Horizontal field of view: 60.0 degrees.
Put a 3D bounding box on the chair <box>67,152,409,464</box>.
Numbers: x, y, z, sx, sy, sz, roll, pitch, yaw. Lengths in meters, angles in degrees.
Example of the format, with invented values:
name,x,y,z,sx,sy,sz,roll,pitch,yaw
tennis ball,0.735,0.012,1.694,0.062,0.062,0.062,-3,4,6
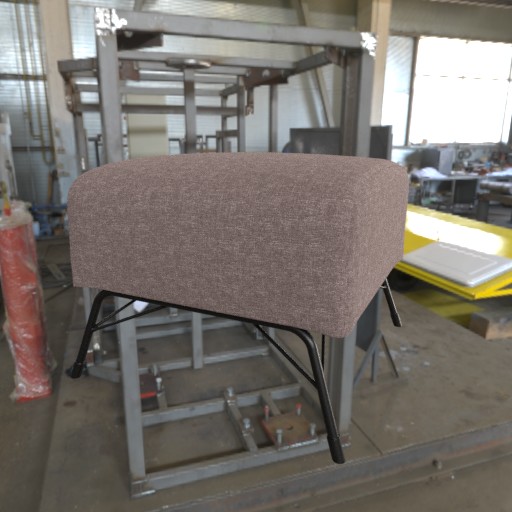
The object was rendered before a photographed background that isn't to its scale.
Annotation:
name,x,y,z,sx,sy,sz,roll,pitch,yaw
chair,0.000,0.000,0.902,0.530,0.410,0.530,7,17,25
